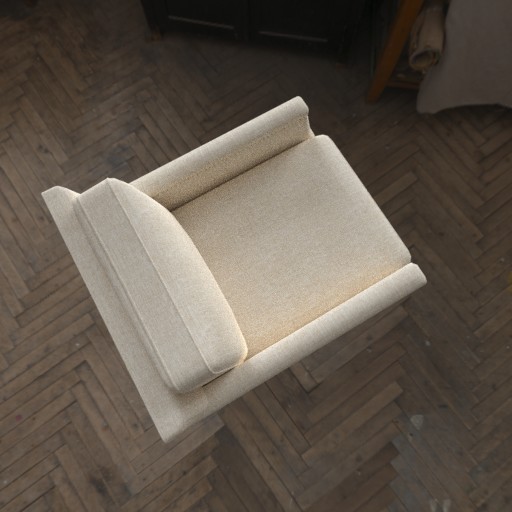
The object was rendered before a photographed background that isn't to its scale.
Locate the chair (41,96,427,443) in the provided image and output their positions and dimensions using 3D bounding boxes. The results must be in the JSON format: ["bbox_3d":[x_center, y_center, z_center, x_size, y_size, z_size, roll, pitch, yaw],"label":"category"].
[{"bbox_3d":[0.000,0.000,1.716,1.041,0.940,0.838,-29,77,-7],"label":"chair"}]
